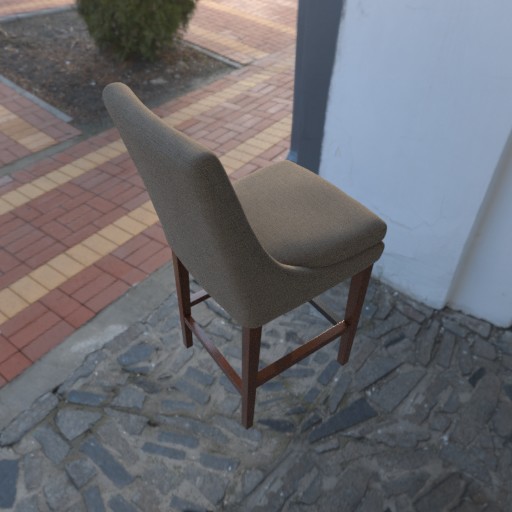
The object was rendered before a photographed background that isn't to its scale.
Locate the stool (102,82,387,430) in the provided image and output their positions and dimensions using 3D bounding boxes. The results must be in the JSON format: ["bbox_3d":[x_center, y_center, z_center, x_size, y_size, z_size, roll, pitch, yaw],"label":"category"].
[{"bbox_3d":[0.000,0.000,1.277,0.577,0.981,0.470,-25,48,-26],"label":"stool"}]
